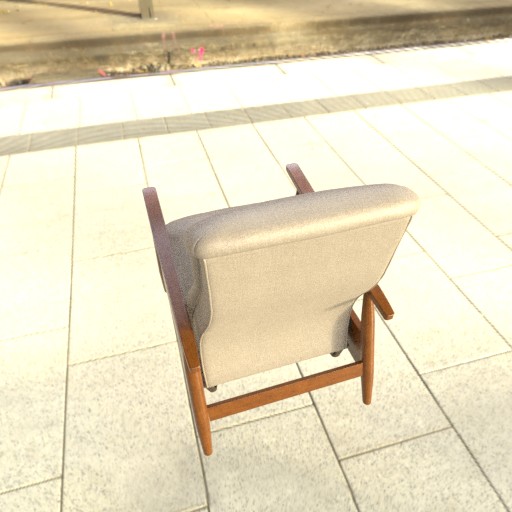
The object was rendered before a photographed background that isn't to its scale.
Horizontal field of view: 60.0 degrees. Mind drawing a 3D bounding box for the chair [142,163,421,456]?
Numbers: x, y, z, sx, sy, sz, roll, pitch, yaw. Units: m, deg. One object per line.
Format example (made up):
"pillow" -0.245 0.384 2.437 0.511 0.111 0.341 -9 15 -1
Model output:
"chair" 0.000 0.000 1.802 0.762 1.082 1.032 -12 42 -14
